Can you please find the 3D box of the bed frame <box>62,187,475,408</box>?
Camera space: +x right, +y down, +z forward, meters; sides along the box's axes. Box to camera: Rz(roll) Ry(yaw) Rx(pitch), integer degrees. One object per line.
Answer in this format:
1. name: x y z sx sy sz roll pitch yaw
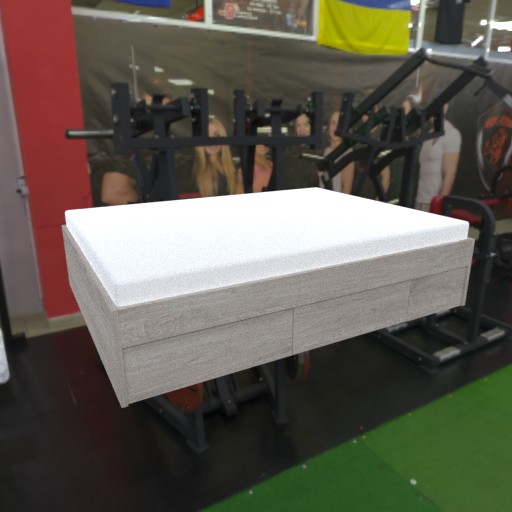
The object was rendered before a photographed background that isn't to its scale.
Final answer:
1. bed frame: 0.000 0.000 2.630 1.944 0.490 1.448 -9 20 -28
